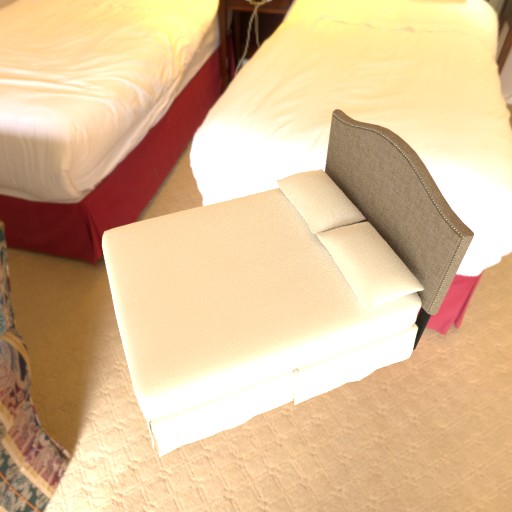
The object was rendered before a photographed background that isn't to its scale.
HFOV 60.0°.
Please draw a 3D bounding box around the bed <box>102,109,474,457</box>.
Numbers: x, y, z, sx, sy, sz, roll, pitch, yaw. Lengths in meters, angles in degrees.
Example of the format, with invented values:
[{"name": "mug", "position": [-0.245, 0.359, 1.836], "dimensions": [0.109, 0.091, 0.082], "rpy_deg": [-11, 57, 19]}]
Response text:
[{"name": "bed", "position": [0.000, 0.000, 3.269], "dimensions": [2.153, 1.518, 1.713], "rpy_deg": [-16, 48, -15]}]
